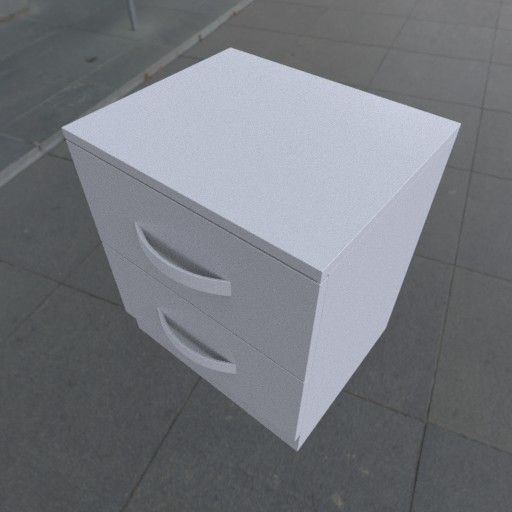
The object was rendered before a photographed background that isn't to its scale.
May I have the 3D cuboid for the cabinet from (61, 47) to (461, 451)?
[{"bbox_3d":[0.000,0.000,0.739,0.400,0.470,0.360,30,53,26],"label":"cabinet"}]
